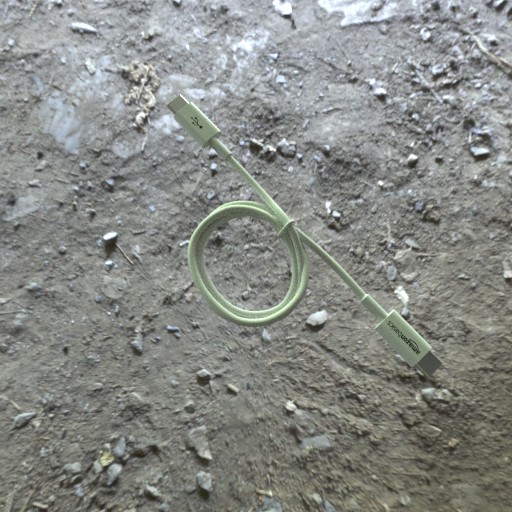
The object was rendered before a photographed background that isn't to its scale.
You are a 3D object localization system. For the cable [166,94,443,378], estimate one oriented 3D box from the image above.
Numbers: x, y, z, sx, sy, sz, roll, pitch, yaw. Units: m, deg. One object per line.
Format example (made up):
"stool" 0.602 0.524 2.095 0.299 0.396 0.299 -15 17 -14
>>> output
"cable" 0.000 0.000 0.229 0.070 0.014 0.203 -41 79 -10
